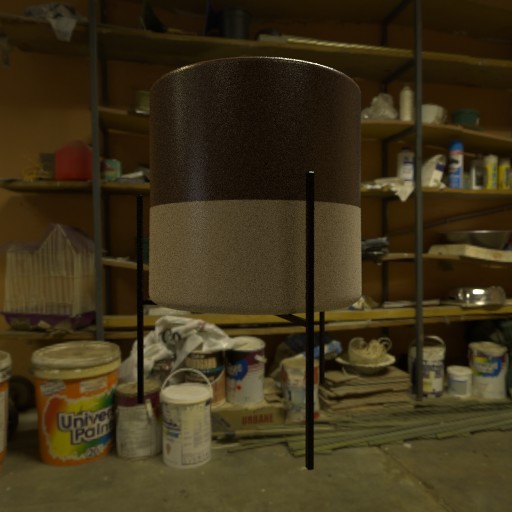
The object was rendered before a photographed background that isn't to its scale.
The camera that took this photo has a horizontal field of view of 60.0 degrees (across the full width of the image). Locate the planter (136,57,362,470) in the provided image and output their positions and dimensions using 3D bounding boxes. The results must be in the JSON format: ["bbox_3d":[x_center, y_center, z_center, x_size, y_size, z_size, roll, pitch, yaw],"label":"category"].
[{"bbox_3d":[0.000,0.000,0.517,0.250,0.353,0.260,1,1,34],"label":"planter"}]
